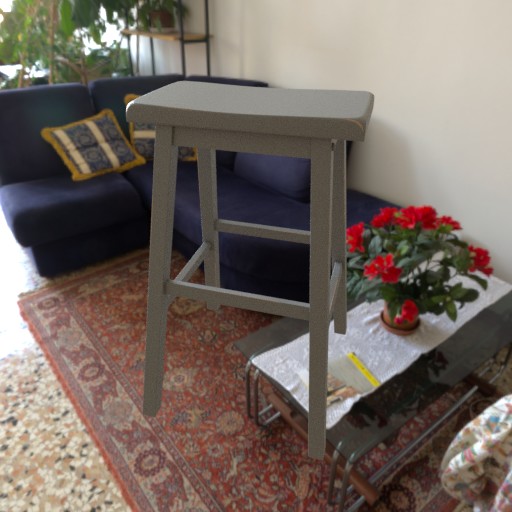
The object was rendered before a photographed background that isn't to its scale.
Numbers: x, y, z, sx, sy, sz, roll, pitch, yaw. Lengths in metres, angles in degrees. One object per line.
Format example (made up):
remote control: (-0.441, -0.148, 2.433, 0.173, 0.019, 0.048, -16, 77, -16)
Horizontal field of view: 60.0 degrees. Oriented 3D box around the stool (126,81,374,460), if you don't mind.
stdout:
stool: (0.000, 0.000, 1.067, 0.457, 0.737, 0.476, 9, 33, 14)
